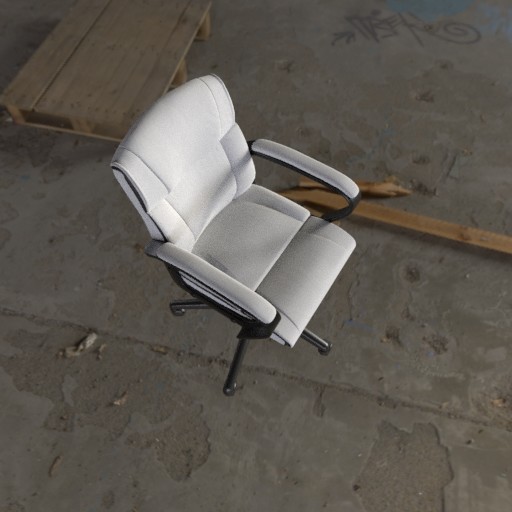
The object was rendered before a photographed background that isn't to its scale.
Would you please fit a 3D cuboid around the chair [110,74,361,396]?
[{"bbox_3d":[0.000,0.000,1.551,0.717,1.004,0.739,29,63,17],"label":"chair"}]
